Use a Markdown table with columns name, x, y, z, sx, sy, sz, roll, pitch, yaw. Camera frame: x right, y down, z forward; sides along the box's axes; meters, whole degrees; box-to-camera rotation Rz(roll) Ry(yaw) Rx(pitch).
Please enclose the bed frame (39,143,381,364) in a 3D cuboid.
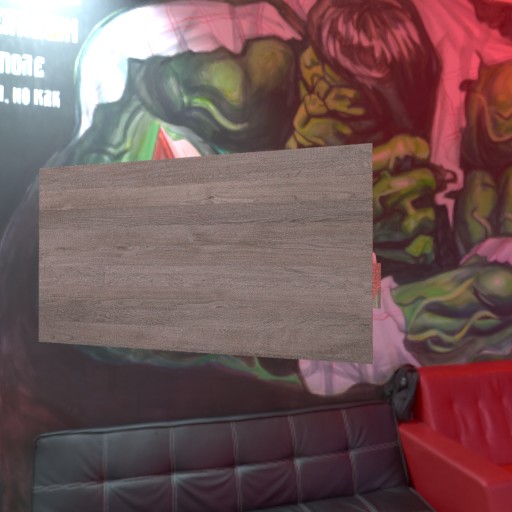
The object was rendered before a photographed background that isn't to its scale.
| name | x | y | z | sx | sy | sz | roll | pitch | yaw |
| --- | --- | --- | --- | --- | --- | --- | --- | --- | --- |
| bed frame | 0.000 | 0.000 | 2.756 | 1.490 | 0.800 | 1.950 | 0 | 0 | 17 |
